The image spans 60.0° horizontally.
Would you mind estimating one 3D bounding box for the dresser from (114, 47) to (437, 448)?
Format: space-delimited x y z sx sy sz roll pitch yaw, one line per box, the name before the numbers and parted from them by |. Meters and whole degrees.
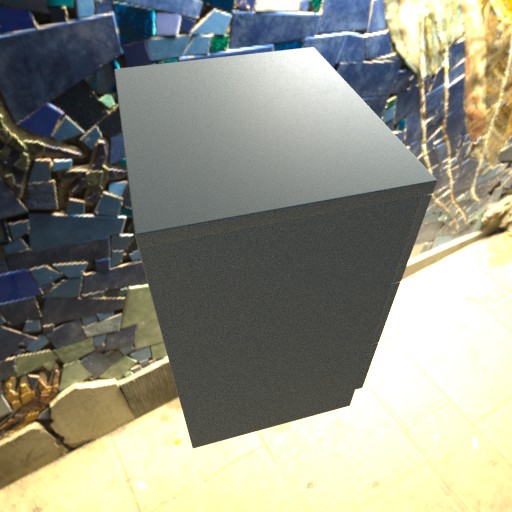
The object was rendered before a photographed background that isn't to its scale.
dresser | 0.000 0.000 0.809 0.360 0.560 0.400 -11 47 -11
